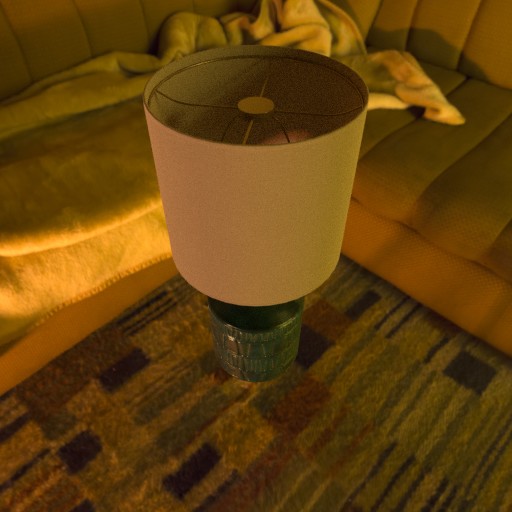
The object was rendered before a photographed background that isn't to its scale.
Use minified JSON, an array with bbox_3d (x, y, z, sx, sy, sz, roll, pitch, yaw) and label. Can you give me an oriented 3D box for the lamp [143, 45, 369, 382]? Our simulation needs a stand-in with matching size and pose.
[{"bbox_3d":[0.000,0.000,0.580,0.211,0.455,0.211,17,48,16],"label":"lamp"}]
